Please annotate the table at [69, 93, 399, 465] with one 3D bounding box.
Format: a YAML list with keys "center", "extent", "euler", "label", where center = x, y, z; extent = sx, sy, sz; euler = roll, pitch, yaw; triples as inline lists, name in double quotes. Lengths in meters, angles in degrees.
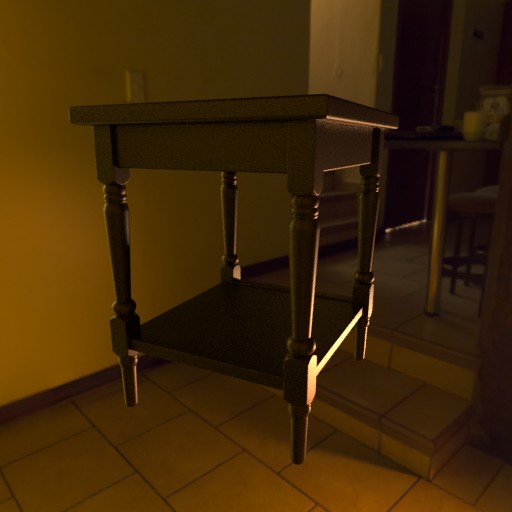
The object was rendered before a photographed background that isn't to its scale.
- center: [0.000, 0.000, 0.907]
  extent: [0.442, 0.565, 0.488]
  euler: [7, 16, 26]
  label: "table"
